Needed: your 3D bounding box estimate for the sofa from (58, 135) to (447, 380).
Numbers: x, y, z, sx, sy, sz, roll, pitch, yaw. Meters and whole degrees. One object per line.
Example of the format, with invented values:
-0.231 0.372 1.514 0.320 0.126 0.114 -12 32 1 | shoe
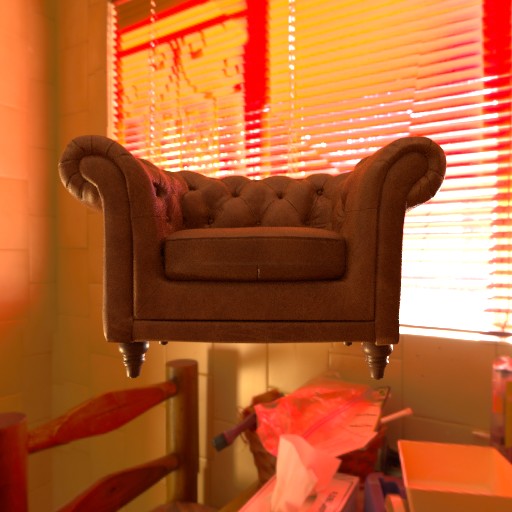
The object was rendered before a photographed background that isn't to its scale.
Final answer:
0.000 0.000 2.005 1.405 0.878 1.033 0 0 1 | sofa
